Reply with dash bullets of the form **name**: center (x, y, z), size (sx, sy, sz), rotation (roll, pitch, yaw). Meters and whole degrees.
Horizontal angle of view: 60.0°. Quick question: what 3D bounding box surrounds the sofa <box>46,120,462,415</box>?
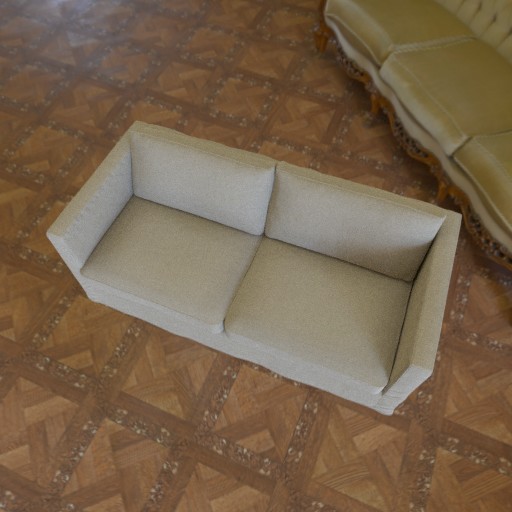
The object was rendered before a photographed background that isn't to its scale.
- **sofa**: center (0.000, 0.000, 2.512), size (1.987, 0.847, 0.956), rotation (19, 60, 11)
